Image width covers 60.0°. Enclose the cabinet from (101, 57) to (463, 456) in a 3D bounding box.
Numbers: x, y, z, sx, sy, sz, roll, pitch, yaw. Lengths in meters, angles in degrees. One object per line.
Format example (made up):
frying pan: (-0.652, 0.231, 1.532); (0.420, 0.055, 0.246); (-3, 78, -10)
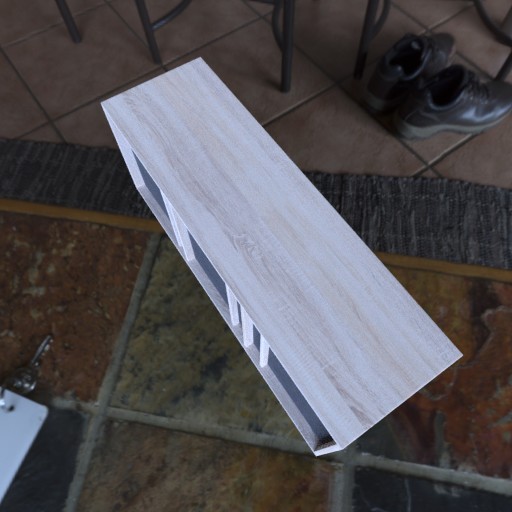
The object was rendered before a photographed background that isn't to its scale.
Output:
cabinet: (0.000, 0.000, 2.017); (0.500, 0.780, 1.650); (-31, 68, -14)
